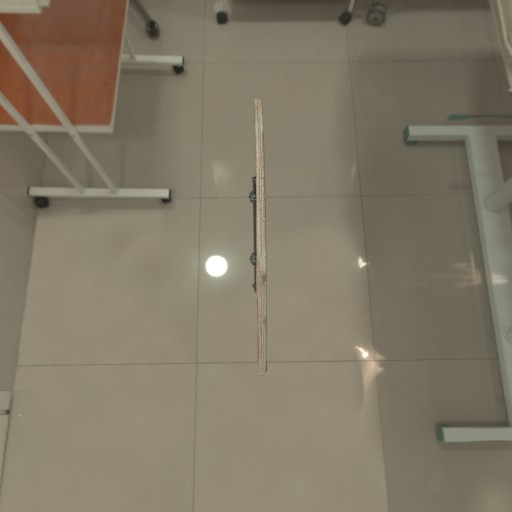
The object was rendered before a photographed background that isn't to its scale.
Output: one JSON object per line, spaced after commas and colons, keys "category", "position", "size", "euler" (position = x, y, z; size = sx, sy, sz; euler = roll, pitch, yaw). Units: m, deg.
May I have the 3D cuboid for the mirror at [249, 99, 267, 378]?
{"category": "mirror", "position": [0.000, 0.000, 1.178], "size": [0.032, 0.915, 0.609], "euler": [-1, 74, 0]}
